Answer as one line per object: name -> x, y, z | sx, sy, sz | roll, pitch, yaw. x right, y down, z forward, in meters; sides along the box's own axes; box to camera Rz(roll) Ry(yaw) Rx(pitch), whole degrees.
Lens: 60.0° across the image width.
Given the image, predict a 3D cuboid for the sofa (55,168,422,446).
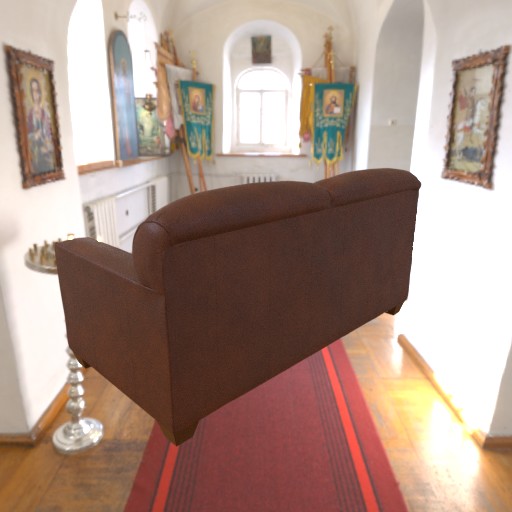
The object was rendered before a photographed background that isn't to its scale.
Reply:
sofa -> 0.000, 0.000, 2.465 | 1.856, 0.966, 1.000 | -17, 24, -42
